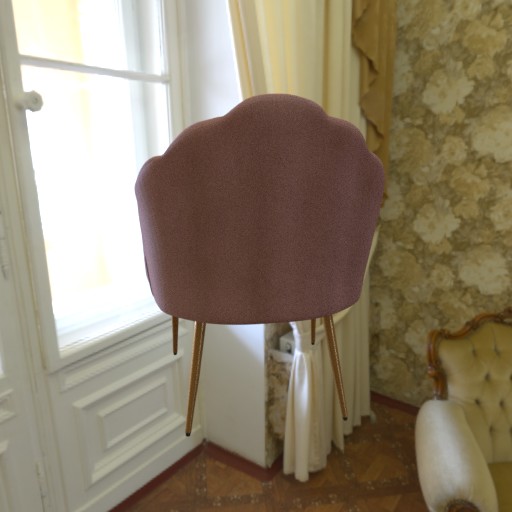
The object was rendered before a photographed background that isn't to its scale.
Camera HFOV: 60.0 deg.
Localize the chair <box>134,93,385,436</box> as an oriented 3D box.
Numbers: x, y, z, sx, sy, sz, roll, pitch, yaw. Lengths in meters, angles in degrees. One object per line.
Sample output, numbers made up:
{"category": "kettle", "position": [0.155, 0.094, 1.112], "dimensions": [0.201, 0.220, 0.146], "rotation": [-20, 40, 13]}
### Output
{"category": "chair", "position": [0.000, 0.000, 1.257], "dimensions": [0.657, 0.819, 0.599], "rotation": [-2, 15, -9]}
